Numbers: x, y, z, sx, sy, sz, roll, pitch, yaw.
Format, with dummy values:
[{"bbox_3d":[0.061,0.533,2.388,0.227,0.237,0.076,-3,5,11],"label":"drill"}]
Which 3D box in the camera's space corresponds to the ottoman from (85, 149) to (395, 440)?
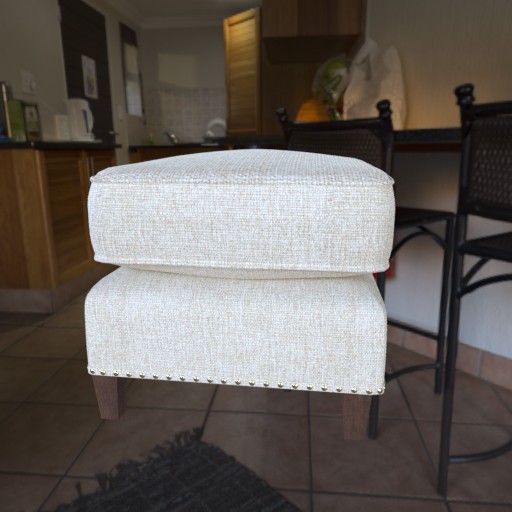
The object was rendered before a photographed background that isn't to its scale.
[{"bbox_3d":[0.000,0.000,1.145,0.589,0.537,0.738,2,15,7],"label":"ottoman"}]
